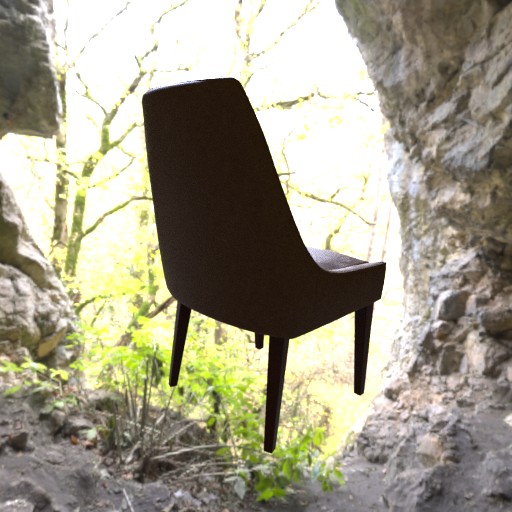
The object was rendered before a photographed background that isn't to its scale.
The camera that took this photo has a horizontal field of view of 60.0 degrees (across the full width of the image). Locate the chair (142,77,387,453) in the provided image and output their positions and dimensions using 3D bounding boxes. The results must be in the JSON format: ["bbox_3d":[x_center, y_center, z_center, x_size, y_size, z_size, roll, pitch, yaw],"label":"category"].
[{"bbox_3d":[0.000,0.000,1.238,0.544,0.861,0.529,-13,19,-42],"label":"chair"}]
